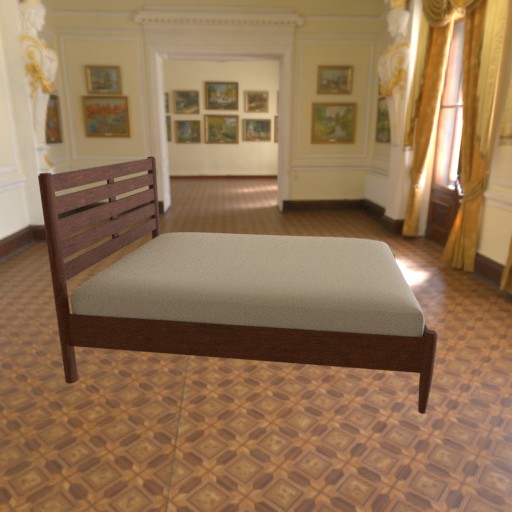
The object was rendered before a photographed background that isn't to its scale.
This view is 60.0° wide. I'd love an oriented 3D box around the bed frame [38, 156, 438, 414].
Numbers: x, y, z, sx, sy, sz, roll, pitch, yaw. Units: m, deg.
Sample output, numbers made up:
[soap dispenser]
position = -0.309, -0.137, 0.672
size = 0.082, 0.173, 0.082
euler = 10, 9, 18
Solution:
[bed frame]
position = 0.000, 0.000, 3.269
size = 2.234, 1.321, 1.655
euler = 2, 16, 8
